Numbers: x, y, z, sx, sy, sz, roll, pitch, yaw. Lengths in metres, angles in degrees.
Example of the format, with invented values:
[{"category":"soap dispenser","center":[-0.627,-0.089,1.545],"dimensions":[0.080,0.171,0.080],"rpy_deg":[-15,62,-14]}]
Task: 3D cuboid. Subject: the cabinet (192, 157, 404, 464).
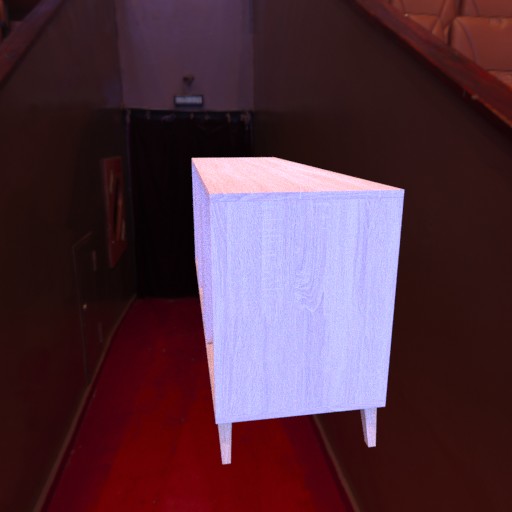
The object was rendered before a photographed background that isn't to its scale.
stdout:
[{"category":"cabinet","center":[0.000,0.000,1.988],"dimensions":[0.500,0.780,1.649],"rpy_deg":[-3,16,-9]}]
